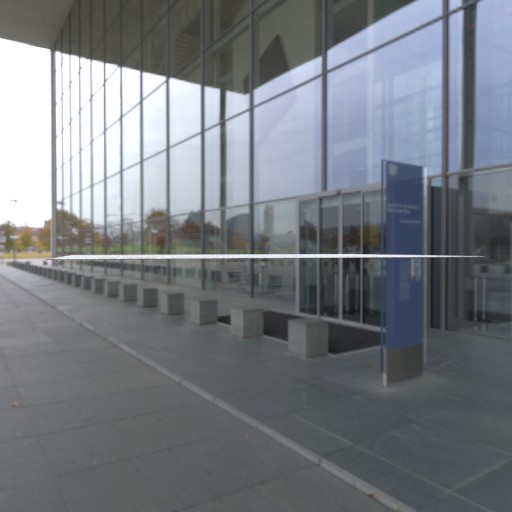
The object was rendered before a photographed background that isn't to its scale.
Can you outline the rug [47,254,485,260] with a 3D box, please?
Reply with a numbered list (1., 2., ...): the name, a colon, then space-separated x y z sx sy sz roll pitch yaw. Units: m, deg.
1. rug: 0.000 0.000 3.032 2.439 0.005 1.524 0 1 -19
